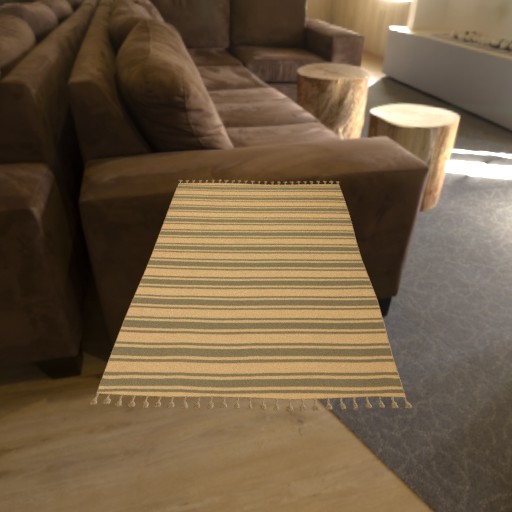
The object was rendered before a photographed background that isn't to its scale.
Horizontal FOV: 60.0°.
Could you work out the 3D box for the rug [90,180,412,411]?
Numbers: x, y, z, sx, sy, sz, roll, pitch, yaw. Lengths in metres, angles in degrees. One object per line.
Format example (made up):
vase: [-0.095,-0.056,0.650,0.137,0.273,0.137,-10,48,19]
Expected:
rug: [0.000,0.000,2.528,1.222,0.009,2.084,1,34,1]
